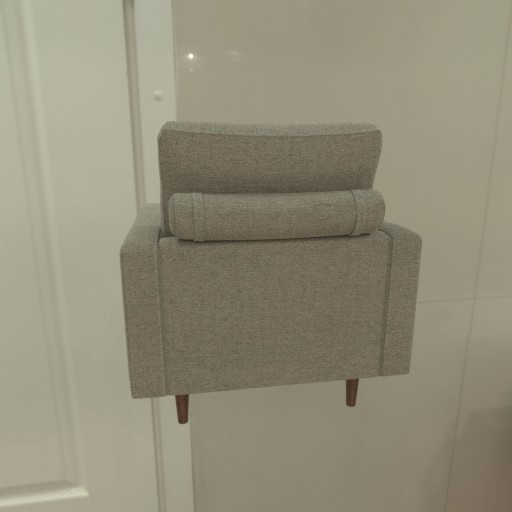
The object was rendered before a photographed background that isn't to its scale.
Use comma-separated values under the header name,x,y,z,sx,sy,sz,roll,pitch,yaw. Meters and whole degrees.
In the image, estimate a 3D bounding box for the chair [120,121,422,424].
name,x,y,z,sx,sy,sz,roll,pitch,yaw
chair,0.000,0.000,1.548,0.821,0.880,0.843,-2,15,-9
